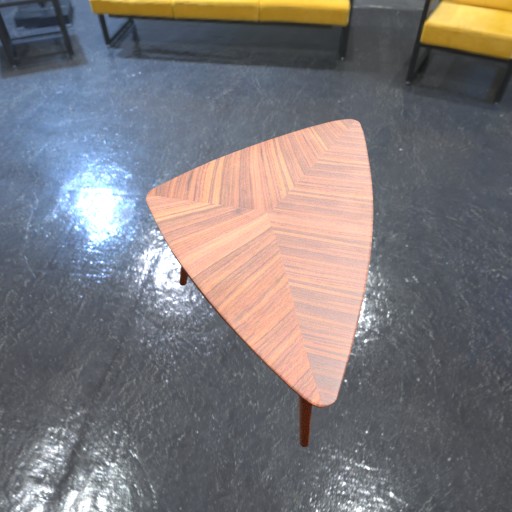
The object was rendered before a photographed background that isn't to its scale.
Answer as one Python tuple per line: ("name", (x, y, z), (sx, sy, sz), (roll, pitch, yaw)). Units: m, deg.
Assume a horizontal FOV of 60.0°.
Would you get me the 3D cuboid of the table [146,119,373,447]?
("table", (0.000, 0.000, 1.291), (0.601, 0.365, 1.008), (9, 48, 8))
